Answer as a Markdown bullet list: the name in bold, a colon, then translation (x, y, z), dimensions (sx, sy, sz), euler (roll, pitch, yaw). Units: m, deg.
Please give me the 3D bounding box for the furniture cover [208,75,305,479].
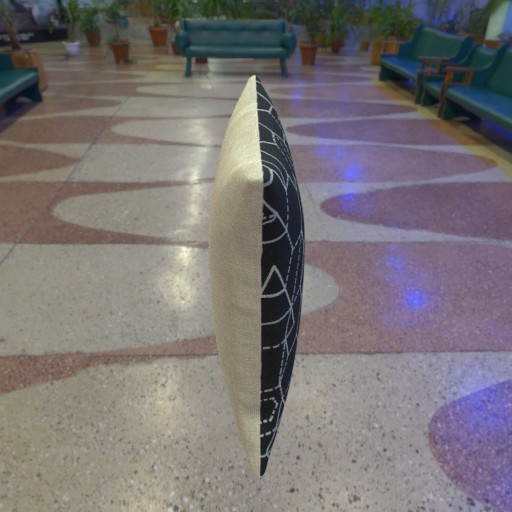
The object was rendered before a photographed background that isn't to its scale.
- **furniture cover**: translation (0.000, 0.000, 0.778), dimensions (0.158, 0.508, 0.517), euler (0, 33, -1)
